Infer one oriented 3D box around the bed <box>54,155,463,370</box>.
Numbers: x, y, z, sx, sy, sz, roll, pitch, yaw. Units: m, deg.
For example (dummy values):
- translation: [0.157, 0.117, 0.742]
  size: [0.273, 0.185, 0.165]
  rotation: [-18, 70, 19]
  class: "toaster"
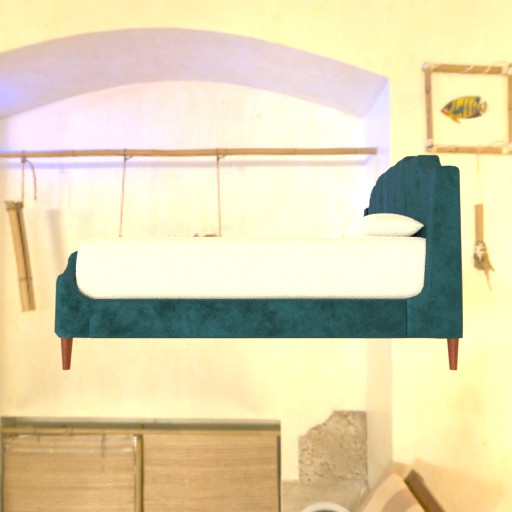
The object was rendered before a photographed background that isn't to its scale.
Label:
- translation: [0.000, 0.000, 3.312]
  size: [2.322, 1.338, 1.678]
  rotation: [0, -2, 0]
  class: "bed"
